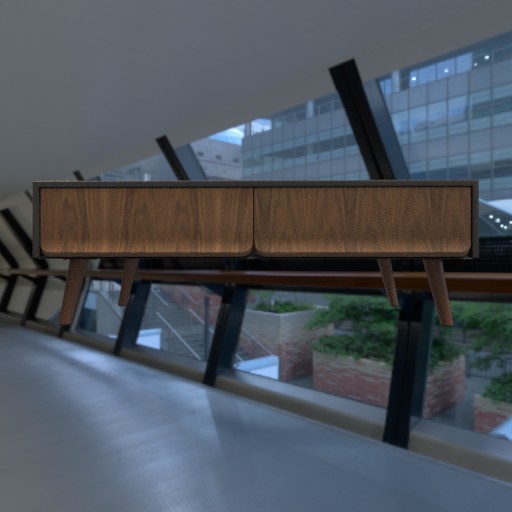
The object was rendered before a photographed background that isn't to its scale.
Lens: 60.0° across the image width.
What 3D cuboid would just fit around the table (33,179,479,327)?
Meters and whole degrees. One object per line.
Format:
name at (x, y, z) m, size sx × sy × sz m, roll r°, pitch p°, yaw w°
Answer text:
table at (0.000, 0.000, 1.529) m, size 1.201 × 0.404 × 0.703 m, roll 0°, pitch 0°, yaw 1°
